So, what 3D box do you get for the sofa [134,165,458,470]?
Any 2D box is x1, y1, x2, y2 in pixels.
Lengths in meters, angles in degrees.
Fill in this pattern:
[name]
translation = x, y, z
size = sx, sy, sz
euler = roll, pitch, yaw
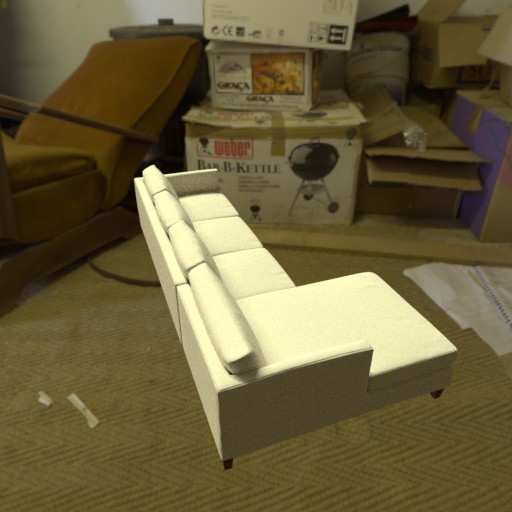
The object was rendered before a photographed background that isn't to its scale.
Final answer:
[sofa]
translation = 0.000, 0.000, 3.862
size = 1.625, 0.846, 3.186
euler = -11, 33, -18
